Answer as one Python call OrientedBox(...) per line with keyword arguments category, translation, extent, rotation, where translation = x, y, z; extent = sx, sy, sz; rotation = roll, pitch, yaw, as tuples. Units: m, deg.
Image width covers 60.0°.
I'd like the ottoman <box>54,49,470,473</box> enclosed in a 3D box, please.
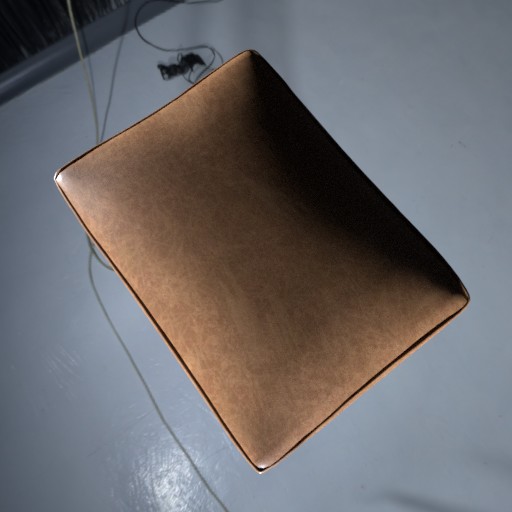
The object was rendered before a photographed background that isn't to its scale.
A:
OrientedBox(category="ottoman", translation=(0.000, 0.000, 1.084), extent=(0.554, 0.468, 0.756), rotation=(-36, 79, -9))
